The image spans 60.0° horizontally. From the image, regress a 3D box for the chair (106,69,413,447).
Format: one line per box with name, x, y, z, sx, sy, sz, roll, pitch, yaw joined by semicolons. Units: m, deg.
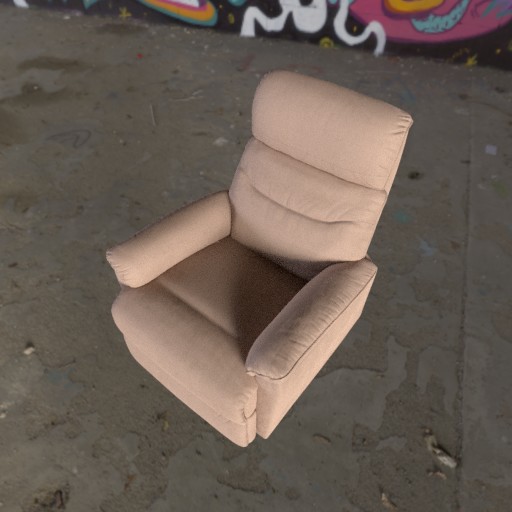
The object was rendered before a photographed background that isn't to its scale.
chair;0.000;0.000;1.692;0.820;1.037;1.004;30;53;26
